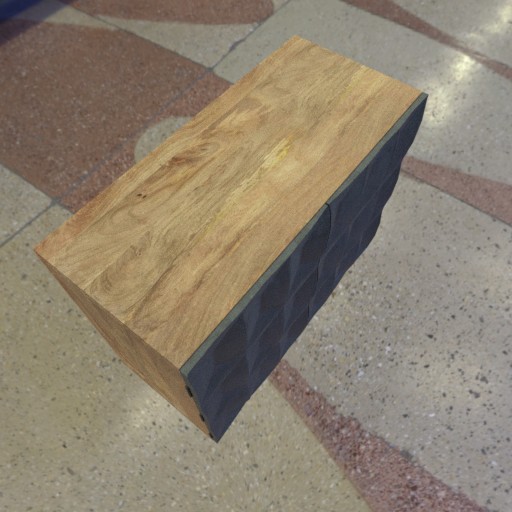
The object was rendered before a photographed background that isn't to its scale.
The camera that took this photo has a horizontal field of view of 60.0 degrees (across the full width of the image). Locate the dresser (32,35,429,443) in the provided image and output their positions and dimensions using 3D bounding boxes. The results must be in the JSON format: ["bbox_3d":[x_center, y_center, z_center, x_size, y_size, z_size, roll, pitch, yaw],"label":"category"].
[{"bbox_3d":[0.000,0.000,1.414,0.446,0.847,0.967,33,64,19],"label":"dresser"}]
